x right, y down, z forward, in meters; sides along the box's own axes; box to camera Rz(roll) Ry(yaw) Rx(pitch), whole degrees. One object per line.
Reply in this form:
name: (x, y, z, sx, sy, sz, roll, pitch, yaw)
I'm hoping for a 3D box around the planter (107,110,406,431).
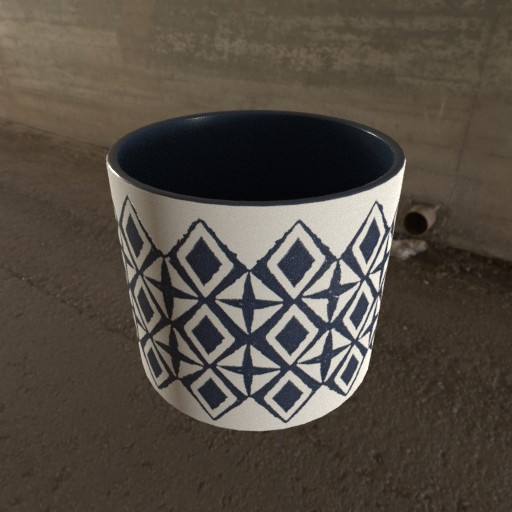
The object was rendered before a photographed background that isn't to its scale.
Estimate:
planter: (0.000, 0.000, 0.280, 0.159, 0.144, 0.159, 0, 31, 0)
